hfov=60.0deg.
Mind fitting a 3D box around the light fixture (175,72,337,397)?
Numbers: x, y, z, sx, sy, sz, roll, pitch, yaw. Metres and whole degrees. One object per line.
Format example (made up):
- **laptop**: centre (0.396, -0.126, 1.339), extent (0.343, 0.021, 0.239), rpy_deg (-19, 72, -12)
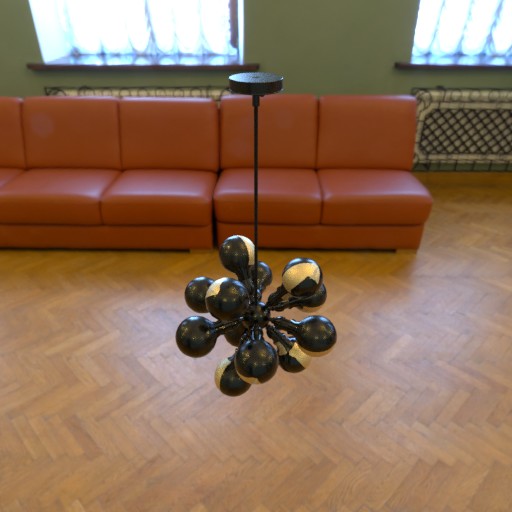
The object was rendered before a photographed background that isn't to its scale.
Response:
- **light fixture**: centre (0.000, 0.000, 1.132), extent (0.420, 0.859, 0.468), rpy_deg (0, 32, 0)
